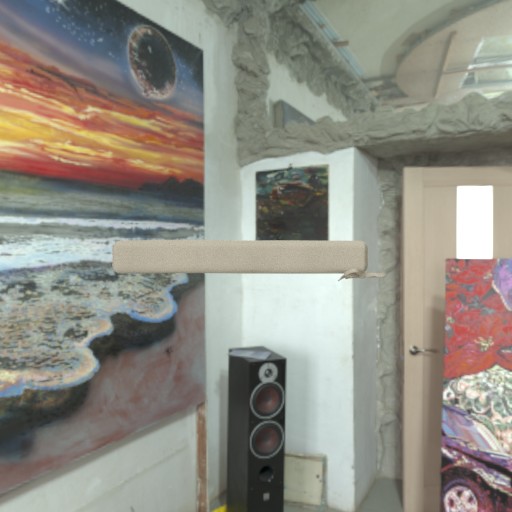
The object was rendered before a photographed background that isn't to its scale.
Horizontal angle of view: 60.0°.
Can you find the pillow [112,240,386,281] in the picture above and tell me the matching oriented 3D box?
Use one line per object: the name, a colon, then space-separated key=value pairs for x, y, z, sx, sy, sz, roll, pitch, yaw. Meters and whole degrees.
pillow: x=0.000 y=0.000 z=1.345 sx=0.492 sy=0.081 sz=1.187 roll=0 pitch=1 yaw=1
